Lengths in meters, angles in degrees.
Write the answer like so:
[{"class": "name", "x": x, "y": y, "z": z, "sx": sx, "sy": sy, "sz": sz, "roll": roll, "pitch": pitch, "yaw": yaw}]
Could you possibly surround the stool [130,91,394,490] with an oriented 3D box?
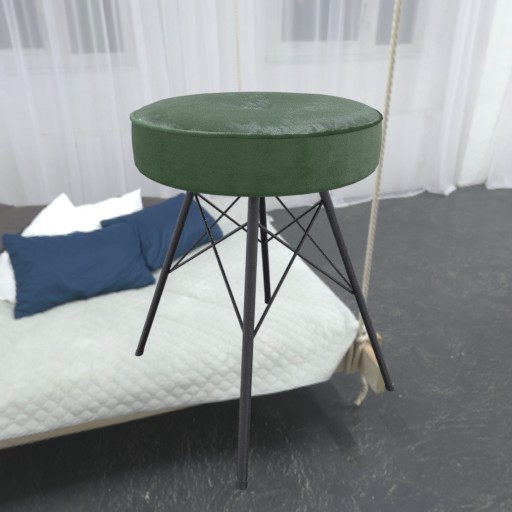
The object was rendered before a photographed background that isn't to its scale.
[{"class": "stool", "x": 0.000, "y": 0.000, "z": 0.891, "sx": 0.430, "sy": 0.595, "sz": 0.457, "roll": -18, "pitch": 32, "yaw": -32}]
